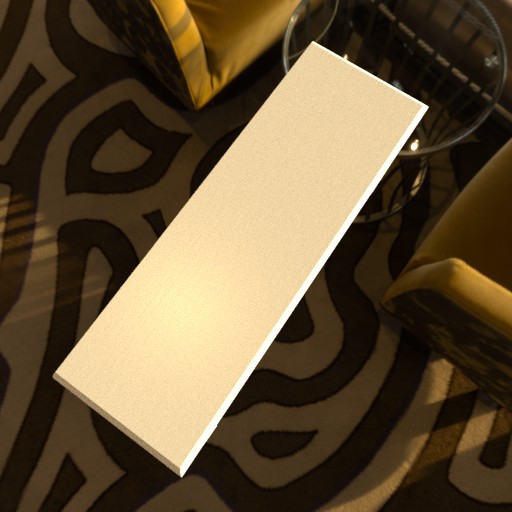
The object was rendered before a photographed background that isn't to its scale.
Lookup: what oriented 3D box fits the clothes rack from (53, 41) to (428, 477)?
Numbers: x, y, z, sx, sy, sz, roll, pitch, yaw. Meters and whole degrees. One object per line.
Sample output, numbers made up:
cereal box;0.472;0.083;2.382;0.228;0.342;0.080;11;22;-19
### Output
clothes rack;0.000;0.000;1.470;0.405;0.558;1.218;34;78;8
